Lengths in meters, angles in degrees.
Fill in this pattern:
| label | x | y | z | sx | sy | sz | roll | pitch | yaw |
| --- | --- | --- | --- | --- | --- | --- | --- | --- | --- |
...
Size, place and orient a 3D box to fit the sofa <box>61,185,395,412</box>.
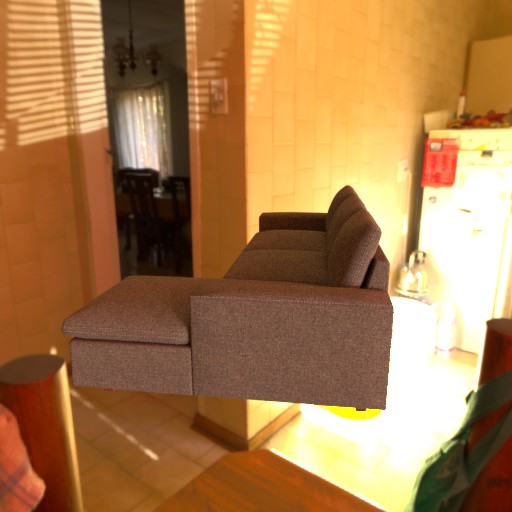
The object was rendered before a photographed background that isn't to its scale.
| label | x | y | z | sx | sy | sz | roll | pitch | yaw |
| --- | --- | --- | --- | --- | --- | --- | --- | --- | --- |
| sofa | 0.000 | 0.000 | 3.484 | 1.689 | 0.940 | 2.718 | 2 | 14 | 8 |
